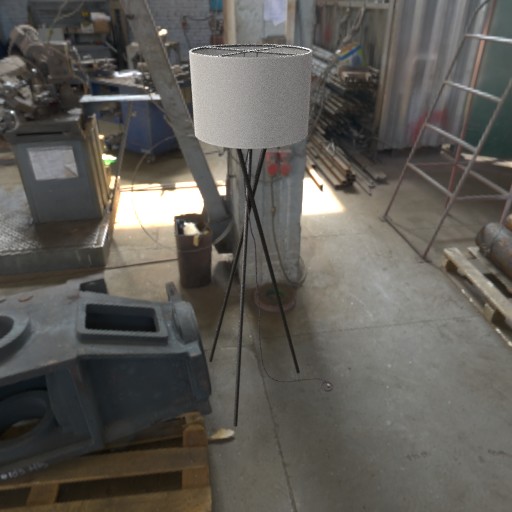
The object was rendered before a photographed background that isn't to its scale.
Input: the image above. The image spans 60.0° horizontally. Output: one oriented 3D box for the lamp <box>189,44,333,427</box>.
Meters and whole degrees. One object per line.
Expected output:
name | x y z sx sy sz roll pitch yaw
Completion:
lamp | 0.000 0.000 1.928 0.667 1.624 0.522 20 36 30
